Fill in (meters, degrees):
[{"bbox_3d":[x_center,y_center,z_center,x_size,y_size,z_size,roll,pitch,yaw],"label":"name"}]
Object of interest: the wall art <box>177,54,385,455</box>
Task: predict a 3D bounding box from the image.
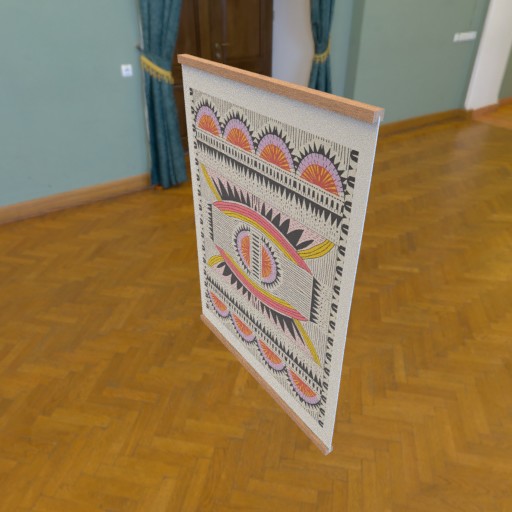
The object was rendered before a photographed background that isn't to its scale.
[{"bbox_3d":[0.000,0.000,1.322,0.028,1.016,0.765,-21,38,-29],"label":"wall art"}]
